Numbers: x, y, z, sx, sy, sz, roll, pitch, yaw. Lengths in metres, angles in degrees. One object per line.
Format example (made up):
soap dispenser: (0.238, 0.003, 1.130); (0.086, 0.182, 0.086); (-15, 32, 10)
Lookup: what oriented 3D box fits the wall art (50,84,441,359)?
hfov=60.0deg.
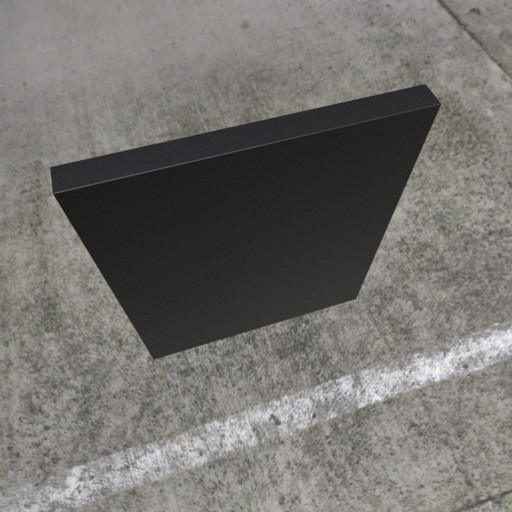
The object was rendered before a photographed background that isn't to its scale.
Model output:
wall art: (0.000, 0.000, 0.523); (0.325, 0.380, 0.028); (-15, 60, -9)
